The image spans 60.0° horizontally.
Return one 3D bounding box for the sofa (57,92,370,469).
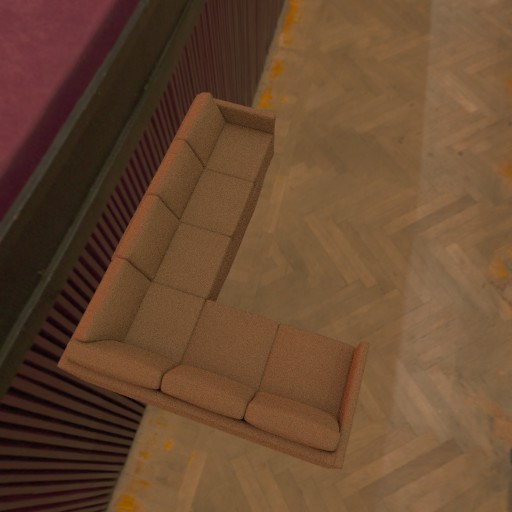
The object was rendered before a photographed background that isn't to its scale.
[{"bbox_3d":[0.000,0.000,4.342,2.432,0.871,3.182,17,66,8],"label":"sofa"}]
